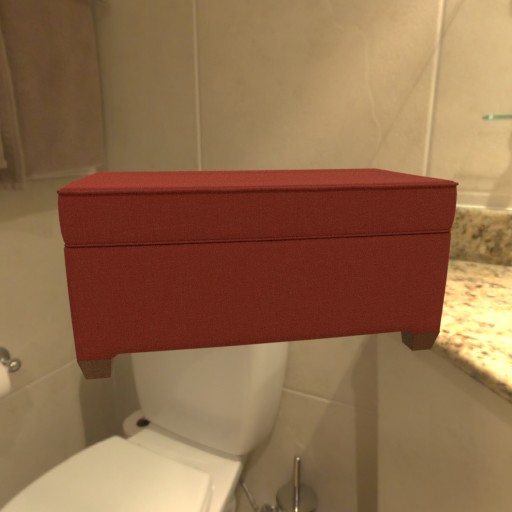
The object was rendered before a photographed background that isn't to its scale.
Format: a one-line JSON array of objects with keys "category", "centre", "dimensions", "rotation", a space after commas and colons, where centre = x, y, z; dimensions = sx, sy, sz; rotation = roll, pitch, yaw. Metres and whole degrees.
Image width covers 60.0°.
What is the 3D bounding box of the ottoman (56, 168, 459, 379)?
[{"category": "ottoman", "centre": [0.000, 0.000, 1.270], "dimensions": [0.948, 0.454, 0.497], "rotation": [-3, 15, -10]}]
